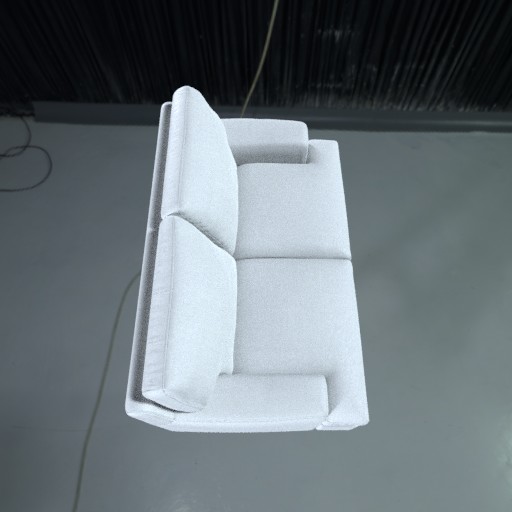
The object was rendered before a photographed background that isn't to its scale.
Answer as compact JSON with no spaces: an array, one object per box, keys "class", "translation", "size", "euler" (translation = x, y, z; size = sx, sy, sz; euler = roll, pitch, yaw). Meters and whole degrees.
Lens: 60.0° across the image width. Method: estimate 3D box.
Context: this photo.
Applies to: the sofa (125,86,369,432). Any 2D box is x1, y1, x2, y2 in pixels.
[{"class":"sofa","translation":[0.000,0.000,2.555],"size":[1.143,0.940,1.880],"euler":[0,63,0]}]
